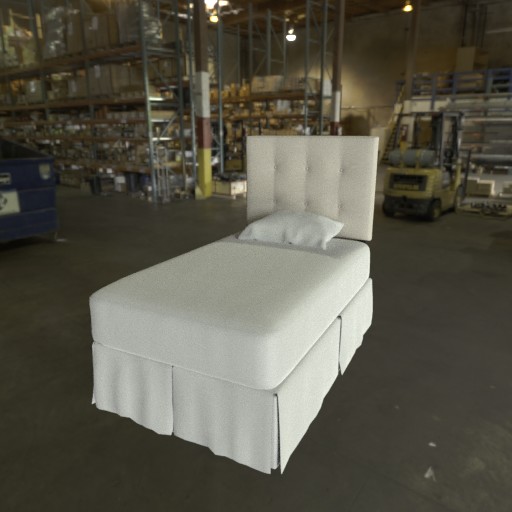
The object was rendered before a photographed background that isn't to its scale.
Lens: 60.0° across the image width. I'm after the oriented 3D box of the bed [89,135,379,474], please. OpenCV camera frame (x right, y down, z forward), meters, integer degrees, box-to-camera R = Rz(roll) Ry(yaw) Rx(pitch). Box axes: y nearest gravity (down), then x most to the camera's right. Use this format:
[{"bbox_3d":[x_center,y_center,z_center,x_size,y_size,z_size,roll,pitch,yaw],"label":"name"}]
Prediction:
[{"bbox_3d":[0.000,0.000,3.025,1.261,1.571,1.997,8,17,26],"label":"bed"}]
